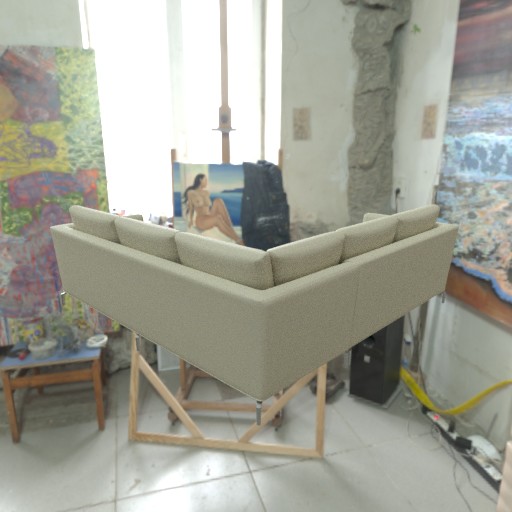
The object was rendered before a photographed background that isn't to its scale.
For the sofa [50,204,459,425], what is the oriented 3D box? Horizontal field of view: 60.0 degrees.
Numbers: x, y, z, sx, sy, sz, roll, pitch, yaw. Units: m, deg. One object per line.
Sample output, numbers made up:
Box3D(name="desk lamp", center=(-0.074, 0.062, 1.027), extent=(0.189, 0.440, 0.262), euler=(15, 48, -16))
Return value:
Box3D(name="sofa", center=(0.000, 0.000, 3.750), extent=(2.448, 0.867, 2.430), euler=(15, 21, 42))
